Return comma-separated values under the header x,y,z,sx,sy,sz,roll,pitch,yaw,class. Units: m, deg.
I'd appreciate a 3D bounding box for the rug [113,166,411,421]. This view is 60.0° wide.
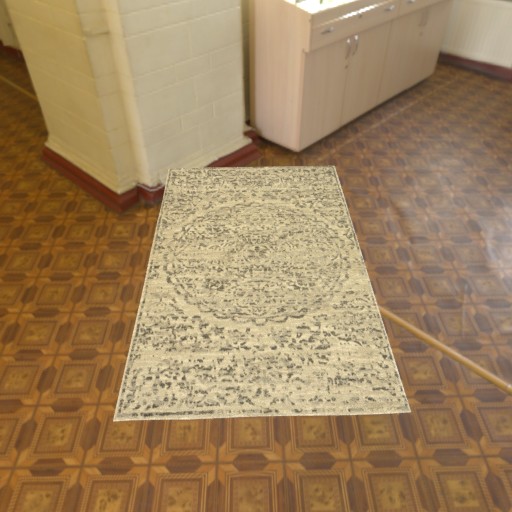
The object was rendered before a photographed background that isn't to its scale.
x,y,z,sx,sy,sz,roll,pitch,yaw,class
0.000,0.000,3.173,1.527,0.021,2.447,-1,42,-1,rug
